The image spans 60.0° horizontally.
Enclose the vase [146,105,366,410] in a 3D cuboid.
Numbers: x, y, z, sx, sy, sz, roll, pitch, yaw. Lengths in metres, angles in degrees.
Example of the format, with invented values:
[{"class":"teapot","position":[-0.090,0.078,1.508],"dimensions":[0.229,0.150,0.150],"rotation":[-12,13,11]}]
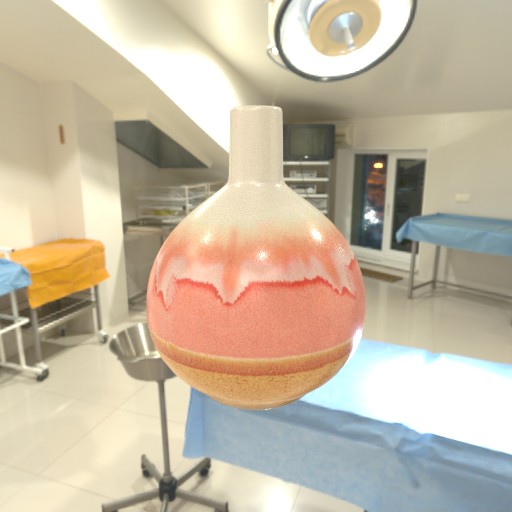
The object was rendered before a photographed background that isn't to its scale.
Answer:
[{"class":"vase","position":[0.000,0.000,0.277],"dimensions":[0.137,0.176,0.137],"rotation":[0,14,0]}]
